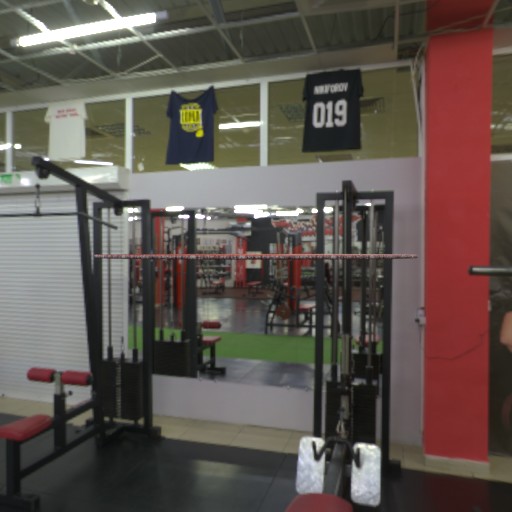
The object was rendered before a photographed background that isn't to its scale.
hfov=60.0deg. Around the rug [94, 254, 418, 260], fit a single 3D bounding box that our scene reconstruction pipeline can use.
[{"bbox_3d":[0.000,0.000,2.206,1.514,0.015,1.514,0,0,0],"label":"rug"}]
